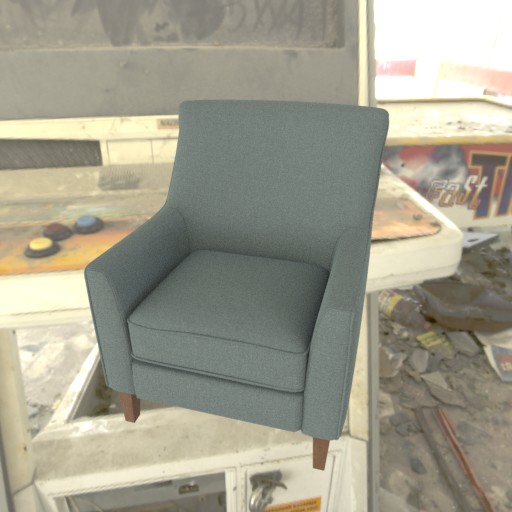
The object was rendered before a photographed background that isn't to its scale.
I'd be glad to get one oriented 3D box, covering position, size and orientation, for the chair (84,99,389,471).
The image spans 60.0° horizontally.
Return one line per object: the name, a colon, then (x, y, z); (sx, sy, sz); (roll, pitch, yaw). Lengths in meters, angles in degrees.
chair: (0.000, 0.000, 1.511); (0.756, 0.916, 0.879); (8, 28, 15)
